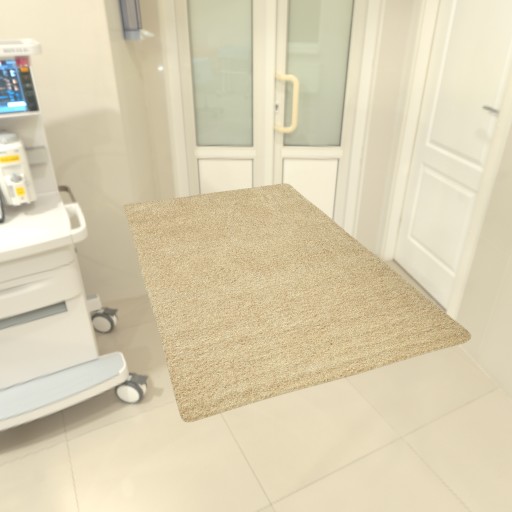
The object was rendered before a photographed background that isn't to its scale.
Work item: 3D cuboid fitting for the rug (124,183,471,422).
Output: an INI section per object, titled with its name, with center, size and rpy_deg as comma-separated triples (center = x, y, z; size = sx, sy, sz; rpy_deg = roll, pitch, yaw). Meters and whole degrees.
[rug]
center = 0.000, 0.000, 2.971
size = 1.500, 0.025, 2.349
rpy_deg = -10, 31, -17
